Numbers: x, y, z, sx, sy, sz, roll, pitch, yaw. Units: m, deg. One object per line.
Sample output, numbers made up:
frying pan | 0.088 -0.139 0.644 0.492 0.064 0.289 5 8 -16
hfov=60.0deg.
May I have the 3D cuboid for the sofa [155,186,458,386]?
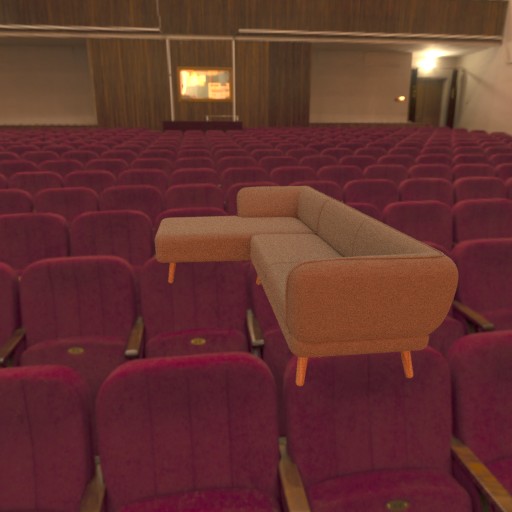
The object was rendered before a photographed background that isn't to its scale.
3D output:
sofa | 0.000 0.000 3.221 1.532 0.693 2.653 -2 16 -7
